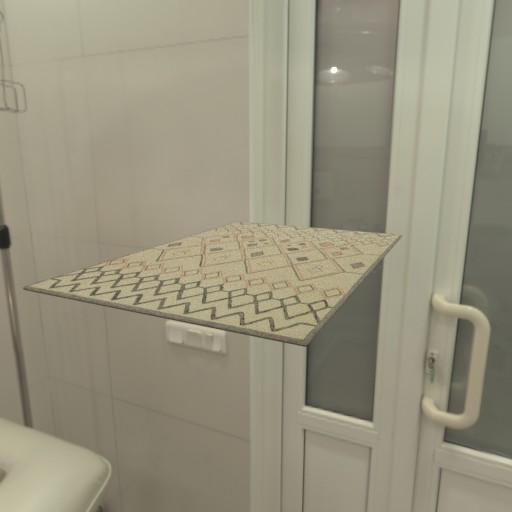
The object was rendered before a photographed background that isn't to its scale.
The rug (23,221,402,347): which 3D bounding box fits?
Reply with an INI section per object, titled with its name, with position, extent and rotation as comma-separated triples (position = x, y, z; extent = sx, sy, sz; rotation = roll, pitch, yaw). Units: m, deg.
[rug]
position = 0.000, 0.000, 2.338
extent = 1.219, 0.016, 1.829
rotation = 7, 15, 25
